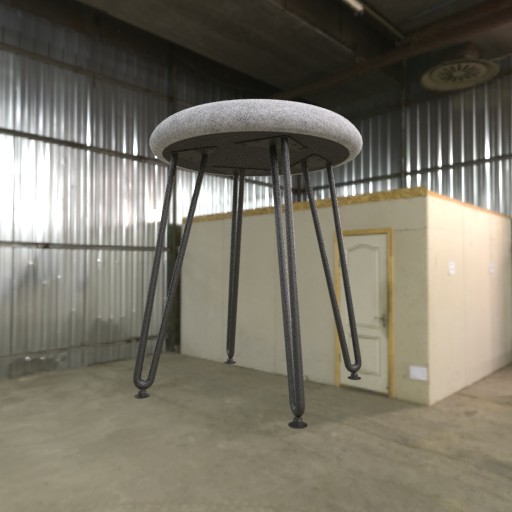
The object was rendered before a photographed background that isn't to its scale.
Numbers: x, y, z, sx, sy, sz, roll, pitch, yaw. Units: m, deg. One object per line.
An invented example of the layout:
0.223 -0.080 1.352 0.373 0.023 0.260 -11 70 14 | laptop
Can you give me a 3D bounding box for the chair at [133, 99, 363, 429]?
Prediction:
0.000 0.000 0.658 0.350 0.386 0.350 0 -1 -17 | chair
